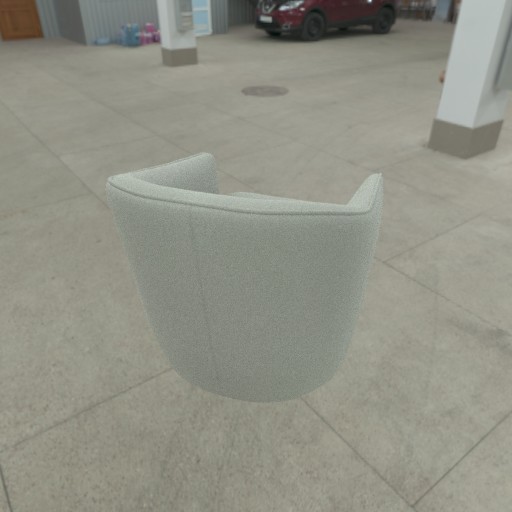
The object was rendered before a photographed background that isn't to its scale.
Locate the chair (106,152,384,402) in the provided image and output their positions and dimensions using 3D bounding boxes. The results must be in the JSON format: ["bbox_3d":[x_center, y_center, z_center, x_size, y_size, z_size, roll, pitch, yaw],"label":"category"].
[{"bbox_3d":[0.000,0.000,1.472,0.747,0.799,0.875,10,34,15],"label":"chair"}]
